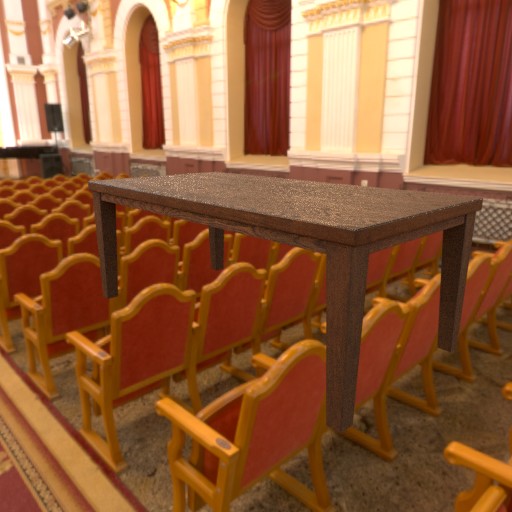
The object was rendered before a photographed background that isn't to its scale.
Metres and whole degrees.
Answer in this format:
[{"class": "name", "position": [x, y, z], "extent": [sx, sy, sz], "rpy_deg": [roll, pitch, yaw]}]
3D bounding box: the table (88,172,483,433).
[{"class": "table", "position": [0.000, 0.000, 2.502], "extent": [1.016, 0.762, 1.981], "rpy_deg": [-14, 21, -41]}]
